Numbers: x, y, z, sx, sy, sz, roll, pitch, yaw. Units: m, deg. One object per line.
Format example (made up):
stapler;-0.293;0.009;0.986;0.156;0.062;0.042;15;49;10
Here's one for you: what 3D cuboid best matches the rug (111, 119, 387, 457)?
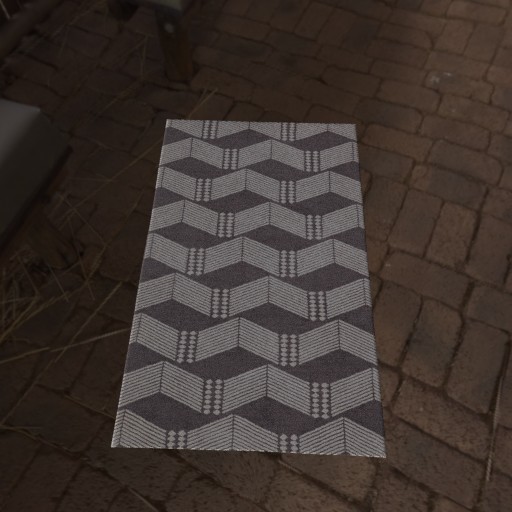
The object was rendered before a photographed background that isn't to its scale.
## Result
rug;0.000;0.000;2.999;1.517;0.011;2.435;2;62;1
